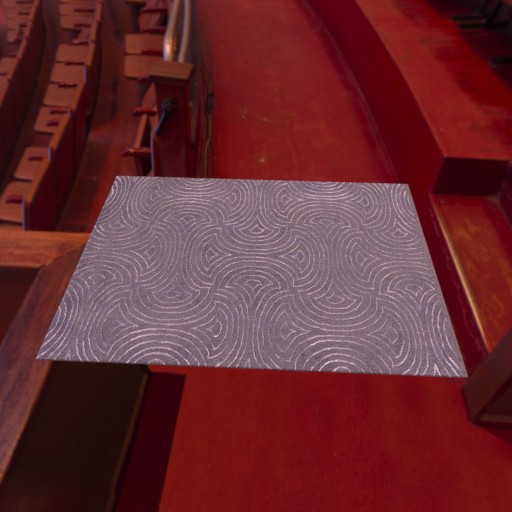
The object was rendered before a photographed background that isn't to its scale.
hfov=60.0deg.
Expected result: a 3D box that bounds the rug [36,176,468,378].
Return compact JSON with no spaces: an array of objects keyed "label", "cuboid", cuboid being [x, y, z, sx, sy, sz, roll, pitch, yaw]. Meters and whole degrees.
[{"label":"rug","cuboid":[0.000,0.000,2.728,2.144,0.015,1.543,2,46,2]}]
